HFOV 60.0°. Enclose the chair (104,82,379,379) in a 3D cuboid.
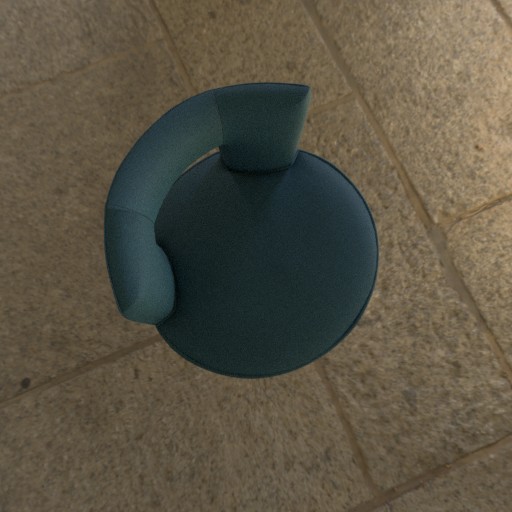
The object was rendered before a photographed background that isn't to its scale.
[{"bbox_3d":[0.000,0.000,1.261,0.660,0.711,0.684,37,80,8],"label":"chair"}]
